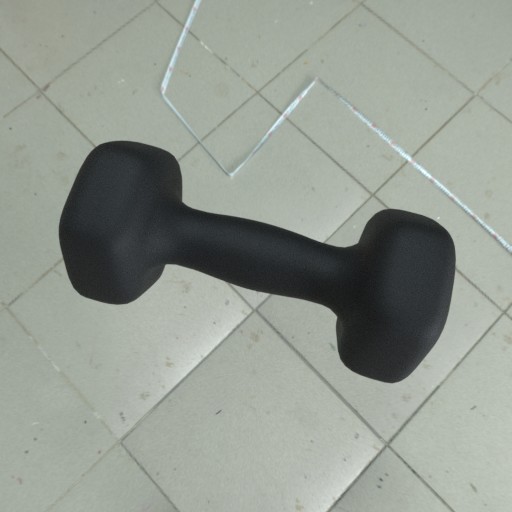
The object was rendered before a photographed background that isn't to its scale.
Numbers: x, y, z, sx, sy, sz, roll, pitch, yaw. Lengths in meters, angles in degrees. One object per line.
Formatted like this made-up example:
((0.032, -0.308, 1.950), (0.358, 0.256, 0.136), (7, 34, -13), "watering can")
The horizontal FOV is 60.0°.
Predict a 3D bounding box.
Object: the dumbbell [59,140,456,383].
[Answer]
((0.000, 0.000, 0.286), (0.231, 0.101, 0.112), (16, 76, 4), "dumbbell")
